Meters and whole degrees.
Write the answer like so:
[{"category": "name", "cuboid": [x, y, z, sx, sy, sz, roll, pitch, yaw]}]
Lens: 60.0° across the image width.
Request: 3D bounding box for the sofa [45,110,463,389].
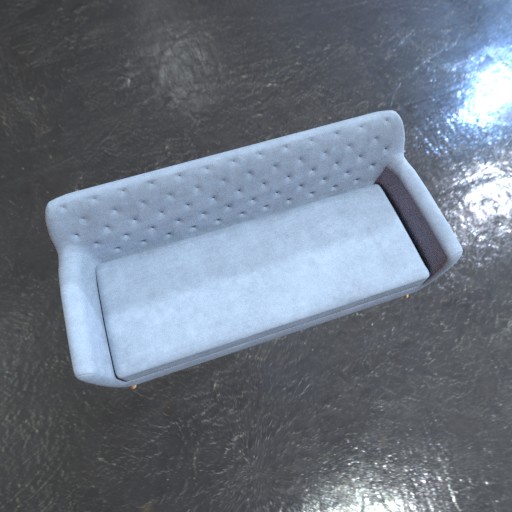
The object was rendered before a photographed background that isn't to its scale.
[{"category": "sofa", "cuboid": [0.000, 0.000, 2.396, 1.970, 0.830, 0.830, -17, 65, -8]}]
